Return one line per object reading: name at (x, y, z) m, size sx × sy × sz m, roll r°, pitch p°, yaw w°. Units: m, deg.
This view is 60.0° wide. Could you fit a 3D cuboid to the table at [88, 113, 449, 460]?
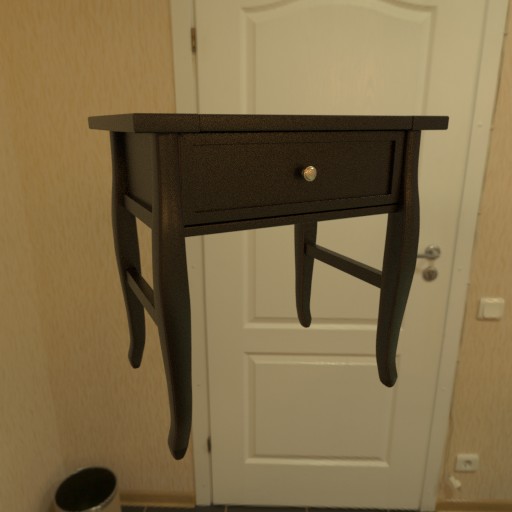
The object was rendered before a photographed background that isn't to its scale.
table at (0.000, 0.000, 1.003) m, size 0.602 × 0.604 × 0.460 m, roll -8°, pitch 19°, yaw -26°
